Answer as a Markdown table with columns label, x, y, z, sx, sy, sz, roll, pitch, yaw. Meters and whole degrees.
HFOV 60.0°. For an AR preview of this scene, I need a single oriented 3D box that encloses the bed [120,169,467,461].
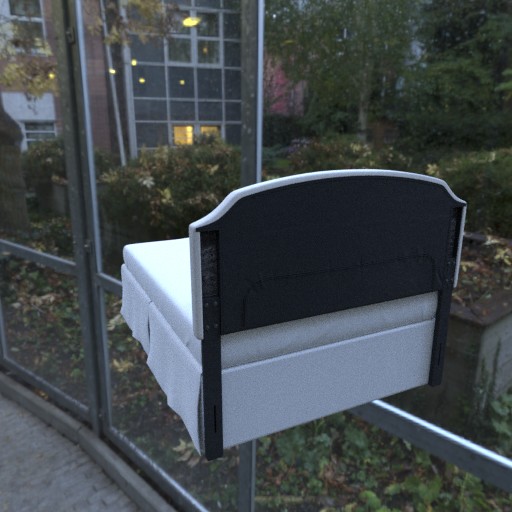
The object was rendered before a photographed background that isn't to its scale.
| label | x | y | z | sx | sy | sz | roll | pitch | yaw |
| --- | --- | --- | --- | --- | --- | --- | --- | --- | --- |
| bed | 0.000 | 0.000 | 3.004 | 1.558 | 1.270 | 1.999 | -7 | 17 | -25 |
